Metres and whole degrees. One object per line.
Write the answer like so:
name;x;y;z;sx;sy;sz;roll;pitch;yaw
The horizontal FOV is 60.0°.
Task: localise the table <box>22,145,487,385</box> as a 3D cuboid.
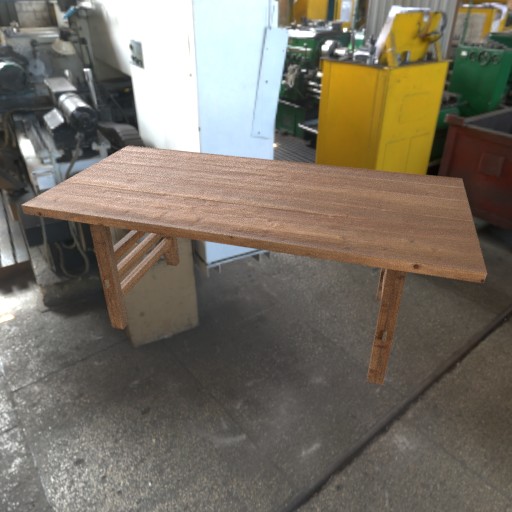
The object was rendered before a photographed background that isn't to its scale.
table;0.000;0.000;2.408;2.003;0.760;0.952;9;32;14
